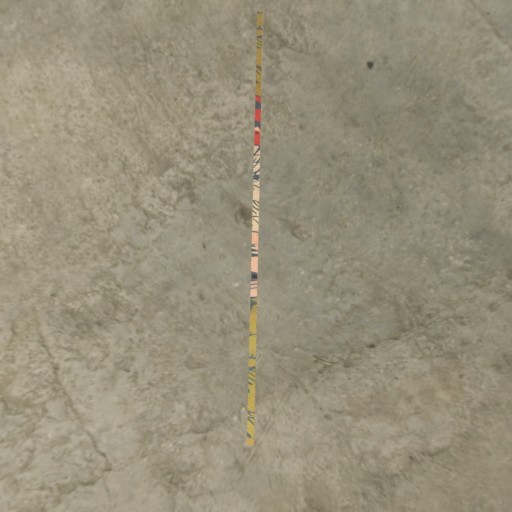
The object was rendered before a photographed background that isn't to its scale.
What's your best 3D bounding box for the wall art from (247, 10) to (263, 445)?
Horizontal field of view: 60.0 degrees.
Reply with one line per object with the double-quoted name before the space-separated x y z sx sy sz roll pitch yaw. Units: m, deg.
"wall art" 0.000 0.000 1.325 0.013 0.913 0.904 1 76 0
